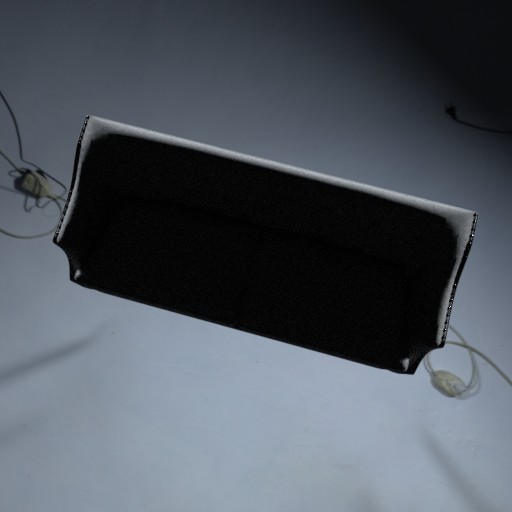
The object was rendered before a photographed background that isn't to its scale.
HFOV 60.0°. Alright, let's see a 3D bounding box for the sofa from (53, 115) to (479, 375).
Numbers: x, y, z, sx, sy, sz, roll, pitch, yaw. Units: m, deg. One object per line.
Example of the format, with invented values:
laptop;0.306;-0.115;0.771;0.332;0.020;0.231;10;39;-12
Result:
sofa;0.000;0.000;2.724;2.235;0.901;0.914;15;78;3
